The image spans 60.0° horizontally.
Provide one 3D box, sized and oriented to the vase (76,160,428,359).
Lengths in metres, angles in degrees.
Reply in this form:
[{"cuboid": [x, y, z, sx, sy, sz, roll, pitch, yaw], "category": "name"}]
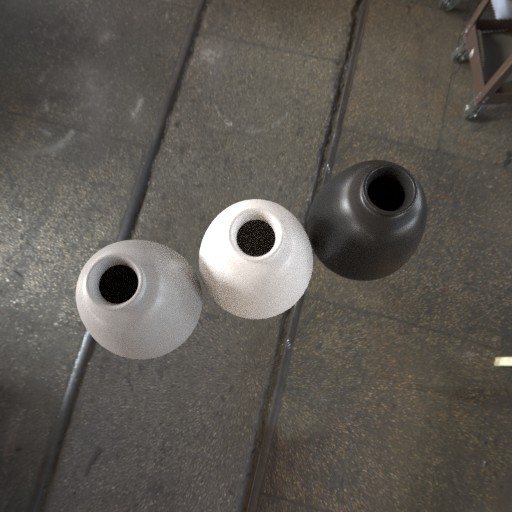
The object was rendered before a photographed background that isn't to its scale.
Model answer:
[{"cuboid": [0.000, 0.000, 0.362, 0.297, 0.122, 0.097, -19, 76, -5], "category": "vase"}]
